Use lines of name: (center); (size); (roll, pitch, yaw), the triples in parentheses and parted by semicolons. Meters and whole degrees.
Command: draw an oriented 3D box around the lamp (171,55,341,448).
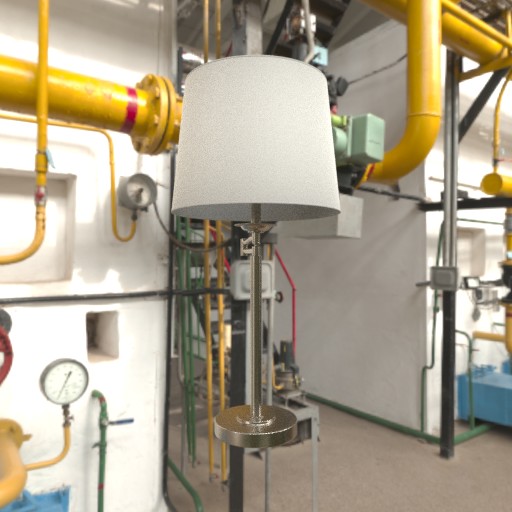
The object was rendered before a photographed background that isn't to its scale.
lamp: (0.000, 0.000, 0.884); (0.333, 0.696, 0.333); (0, -1, 0)
